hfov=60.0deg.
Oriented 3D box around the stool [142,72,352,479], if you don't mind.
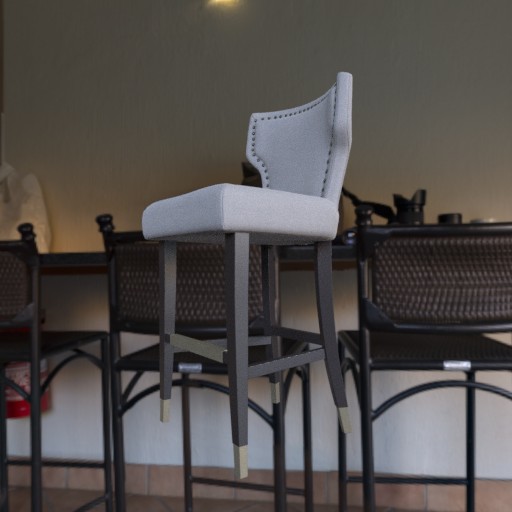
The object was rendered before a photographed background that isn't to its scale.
[{"bbox_3d":[0.000,0.000,1.401,0.563,1.092,0.526,1,-1,-35],"label":"stool"}]
